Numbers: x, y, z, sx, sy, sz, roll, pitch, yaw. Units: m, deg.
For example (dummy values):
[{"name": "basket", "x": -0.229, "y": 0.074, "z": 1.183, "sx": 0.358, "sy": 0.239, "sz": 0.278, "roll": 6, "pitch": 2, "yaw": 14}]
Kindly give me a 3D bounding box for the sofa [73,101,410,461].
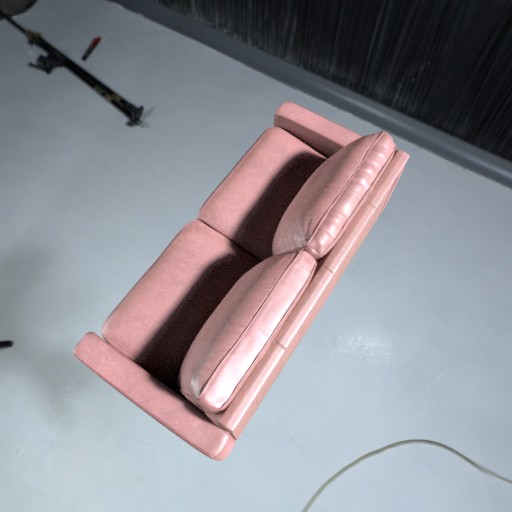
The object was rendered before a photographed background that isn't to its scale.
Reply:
[{"name": "sofa", "x": 0.000, "y": 0.000, "z": 2.620, "sx": 0.940, "sy": 0.919, "sz": 2.080, "roll": 31, "pitch": 68, "yaw": 14}]
